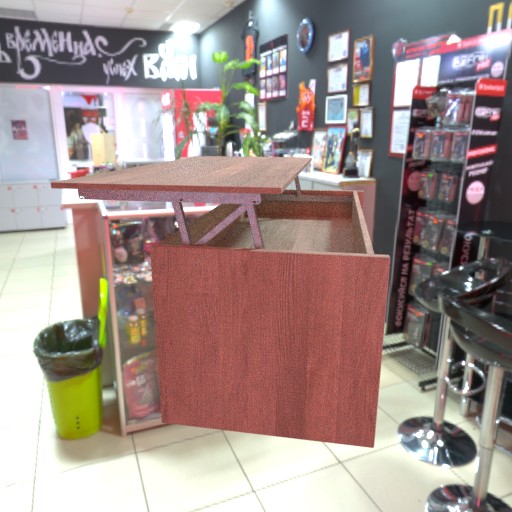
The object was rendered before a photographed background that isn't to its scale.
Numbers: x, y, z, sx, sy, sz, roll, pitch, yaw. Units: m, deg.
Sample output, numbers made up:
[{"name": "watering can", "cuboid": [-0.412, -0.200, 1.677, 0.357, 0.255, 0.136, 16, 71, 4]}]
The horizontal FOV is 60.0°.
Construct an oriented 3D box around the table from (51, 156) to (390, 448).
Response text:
[{"name": "table", "cuboid": [0.000, 0.000, 1.436, 0.712, 0.570, 1.000, 3, 16, 10]}]
